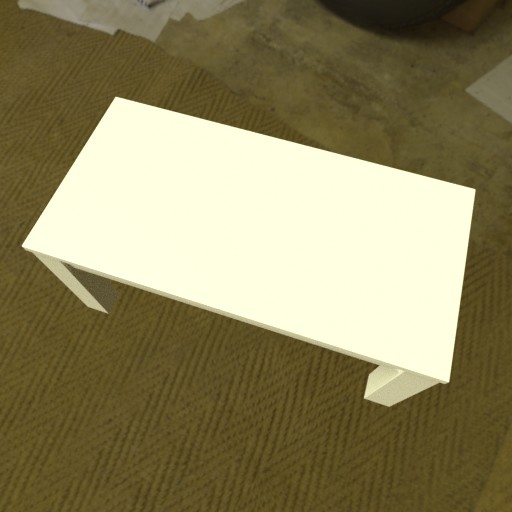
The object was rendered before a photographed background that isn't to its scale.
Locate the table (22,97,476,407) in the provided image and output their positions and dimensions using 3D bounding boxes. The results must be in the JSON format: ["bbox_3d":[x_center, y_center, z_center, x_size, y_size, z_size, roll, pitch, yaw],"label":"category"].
[{"bbox_3d":[0.000,0.000,2.300,1.800,0.790,0.900,17,65,8],"label":"table"}]
